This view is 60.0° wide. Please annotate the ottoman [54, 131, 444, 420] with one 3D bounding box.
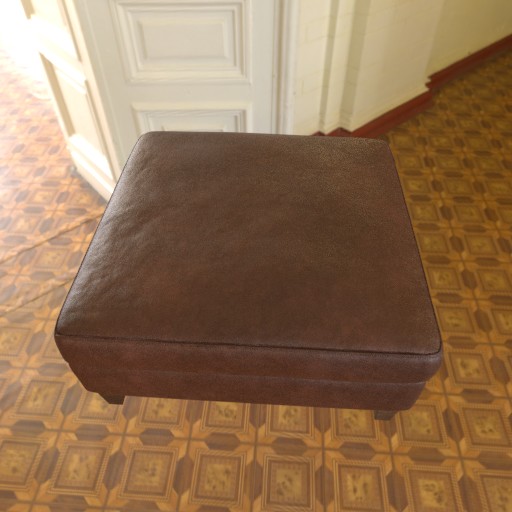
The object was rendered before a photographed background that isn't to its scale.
[{"bbox_3d":[0.000,0.000,1.288,0.836,0.415,0.844,3,47,2],"label":"ottoman"}]
